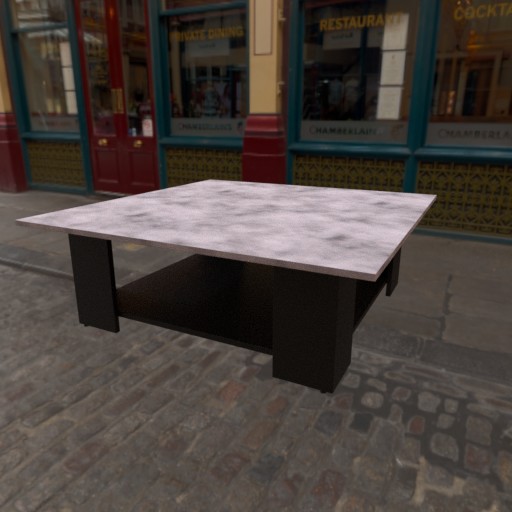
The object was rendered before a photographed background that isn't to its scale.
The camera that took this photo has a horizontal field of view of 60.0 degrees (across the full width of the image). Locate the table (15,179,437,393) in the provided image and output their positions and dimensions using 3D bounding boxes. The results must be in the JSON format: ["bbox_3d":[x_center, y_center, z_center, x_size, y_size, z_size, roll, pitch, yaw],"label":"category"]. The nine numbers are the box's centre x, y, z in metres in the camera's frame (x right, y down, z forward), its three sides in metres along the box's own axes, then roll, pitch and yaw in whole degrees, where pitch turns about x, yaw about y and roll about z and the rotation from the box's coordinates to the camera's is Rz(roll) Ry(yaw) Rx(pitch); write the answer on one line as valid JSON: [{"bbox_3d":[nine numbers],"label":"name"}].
[{"bbox_3d":[0.000,0.000,1.330,0.890,0.305,0.890,9,19,26],"label":"table"}]
